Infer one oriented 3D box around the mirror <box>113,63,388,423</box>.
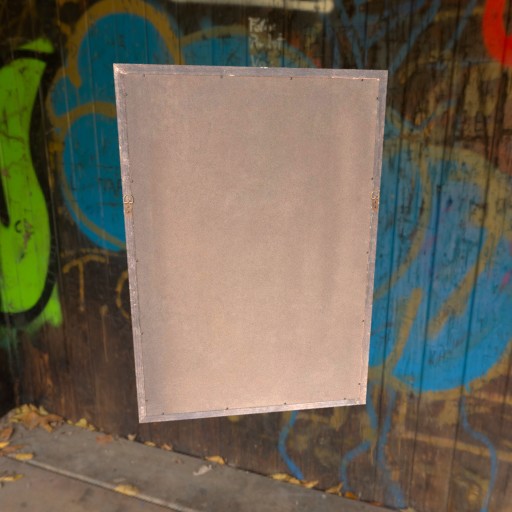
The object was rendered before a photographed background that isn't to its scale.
[{"bbox_3d":[0.000,0.000,1.256,0.705,0.996,0.025,-2,14,-8],"label":"mirror"}]
